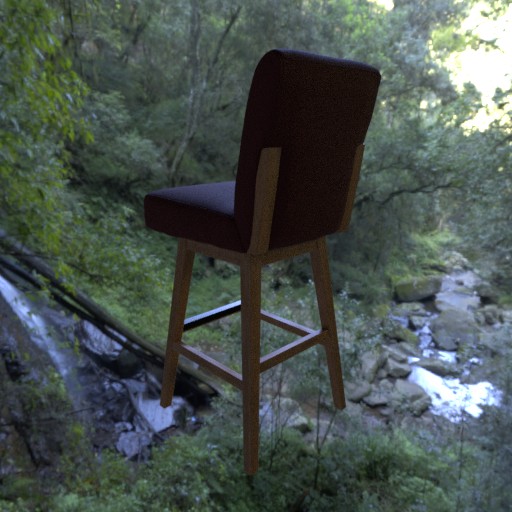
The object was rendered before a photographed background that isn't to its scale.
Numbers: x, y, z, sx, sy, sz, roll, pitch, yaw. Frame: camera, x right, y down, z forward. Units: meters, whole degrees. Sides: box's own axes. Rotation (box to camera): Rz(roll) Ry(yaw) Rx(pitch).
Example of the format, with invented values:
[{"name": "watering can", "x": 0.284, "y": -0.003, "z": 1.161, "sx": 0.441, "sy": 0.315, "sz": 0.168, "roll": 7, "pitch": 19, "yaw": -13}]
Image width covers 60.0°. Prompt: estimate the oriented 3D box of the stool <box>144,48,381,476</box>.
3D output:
[{"name": "stool", "x": 0.000, "y": 0.000, "z": 1.378, "sx": 0.468, "sy": 1.093, "sz": 0.562, "roll": -15, "pitch": 22, "yaw": -42}]
